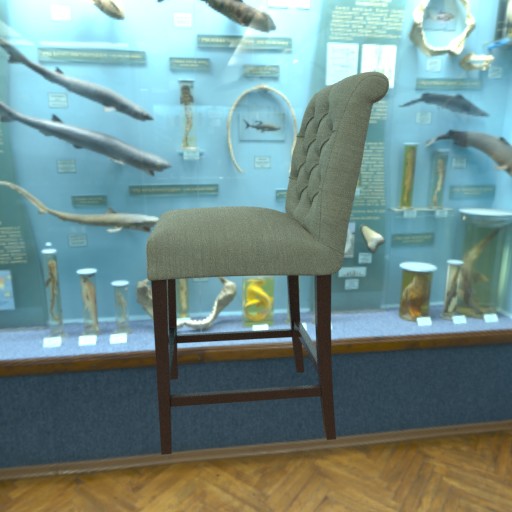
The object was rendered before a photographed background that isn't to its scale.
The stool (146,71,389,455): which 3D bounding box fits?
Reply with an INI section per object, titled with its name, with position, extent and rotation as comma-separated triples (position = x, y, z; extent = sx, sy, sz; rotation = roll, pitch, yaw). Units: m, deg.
[stool]
position = 0.000, 0.000, 1.449
extent = 0.660, 1.084, 0.486
rotation = -2, 14, -7
